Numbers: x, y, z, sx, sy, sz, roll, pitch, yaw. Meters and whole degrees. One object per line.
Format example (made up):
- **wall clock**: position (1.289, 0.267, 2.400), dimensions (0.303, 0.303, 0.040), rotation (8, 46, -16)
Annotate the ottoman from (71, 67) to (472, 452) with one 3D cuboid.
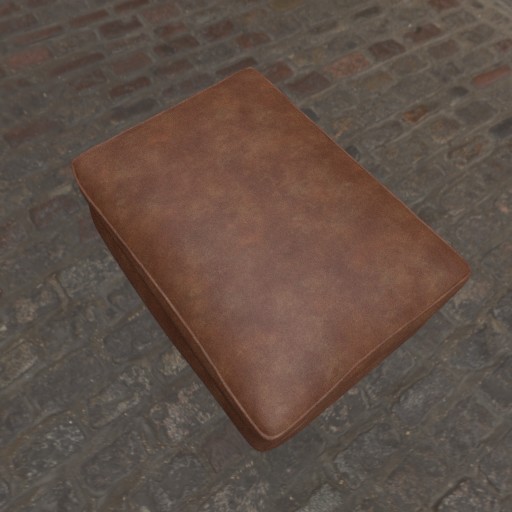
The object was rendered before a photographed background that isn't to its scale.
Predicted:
- **ottoman**: position (0.000, 0.000, 0.968), dimensions (0.501, 0.418, 0.665), rotation (-34, 68, -16)
